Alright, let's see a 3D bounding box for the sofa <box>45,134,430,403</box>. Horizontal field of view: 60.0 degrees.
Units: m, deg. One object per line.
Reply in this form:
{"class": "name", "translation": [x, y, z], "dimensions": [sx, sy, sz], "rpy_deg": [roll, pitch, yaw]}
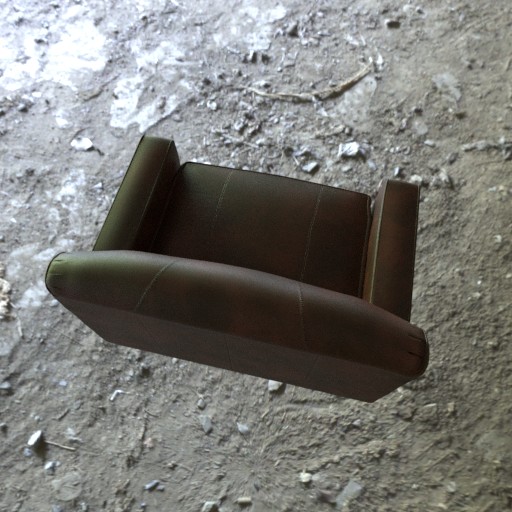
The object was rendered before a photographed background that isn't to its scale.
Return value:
{"class": "sofa", "translation": [0.000, 0.000, 2.088], "dimensions": [1.413, 0.956, 1.000], "rpy_deg": [12, 65, 6]}
